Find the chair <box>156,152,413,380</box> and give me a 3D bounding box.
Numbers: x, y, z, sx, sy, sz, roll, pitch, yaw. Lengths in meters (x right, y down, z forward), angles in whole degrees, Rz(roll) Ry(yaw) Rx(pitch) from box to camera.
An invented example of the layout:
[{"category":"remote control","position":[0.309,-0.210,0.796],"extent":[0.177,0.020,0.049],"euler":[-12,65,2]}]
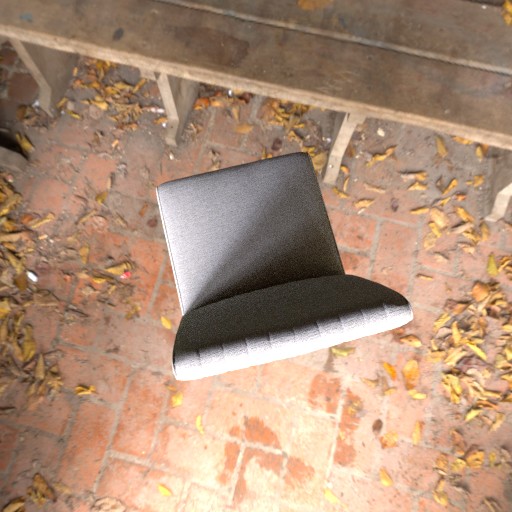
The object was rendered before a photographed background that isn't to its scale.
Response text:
[{"category":"chair","position":[0.000,0.000,1.232],"extent":[0.480,0.900,0.594],"euler":[-14,75,-4]}]
